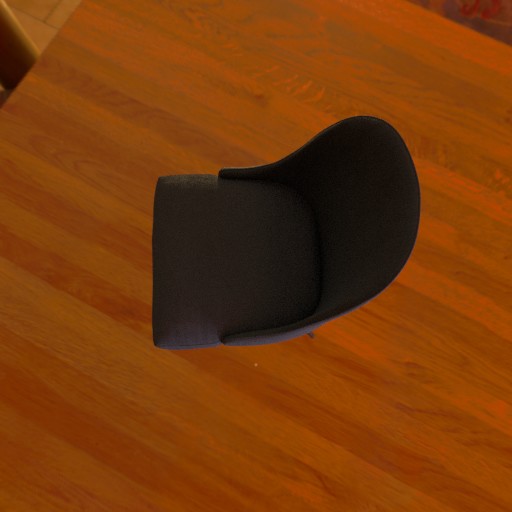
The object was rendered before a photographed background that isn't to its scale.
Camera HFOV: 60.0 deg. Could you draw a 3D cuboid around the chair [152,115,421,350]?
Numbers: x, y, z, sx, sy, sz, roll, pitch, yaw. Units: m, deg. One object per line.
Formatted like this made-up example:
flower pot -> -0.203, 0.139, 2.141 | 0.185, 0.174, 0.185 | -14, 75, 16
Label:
chair -> 0.000, 0.000, 1.185 | 0.559, 0.896, 0.478 | -2, 76, 0
